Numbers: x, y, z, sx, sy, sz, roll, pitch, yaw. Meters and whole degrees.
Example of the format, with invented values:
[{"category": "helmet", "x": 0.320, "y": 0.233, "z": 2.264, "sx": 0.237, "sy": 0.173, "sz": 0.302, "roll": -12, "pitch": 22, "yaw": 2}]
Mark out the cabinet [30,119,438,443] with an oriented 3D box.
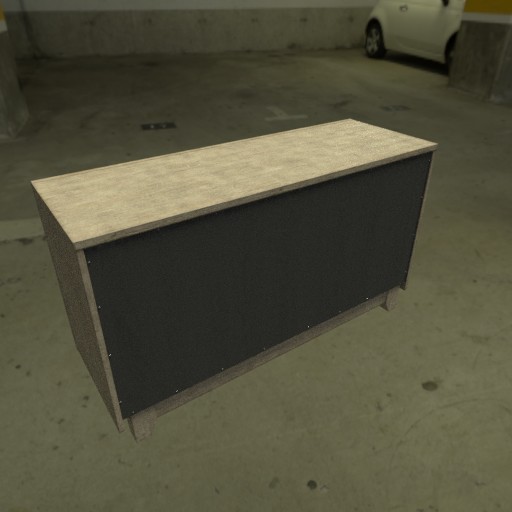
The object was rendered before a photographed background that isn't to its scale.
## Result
[{"category": "cabinet", "x": 0.000, "y": 0.000, "z": 1.848, "sx": 1.460, "sy": 0.825, "sz": 0.511, "roll": -20, "pitch": 36, "yaw": -29}]
